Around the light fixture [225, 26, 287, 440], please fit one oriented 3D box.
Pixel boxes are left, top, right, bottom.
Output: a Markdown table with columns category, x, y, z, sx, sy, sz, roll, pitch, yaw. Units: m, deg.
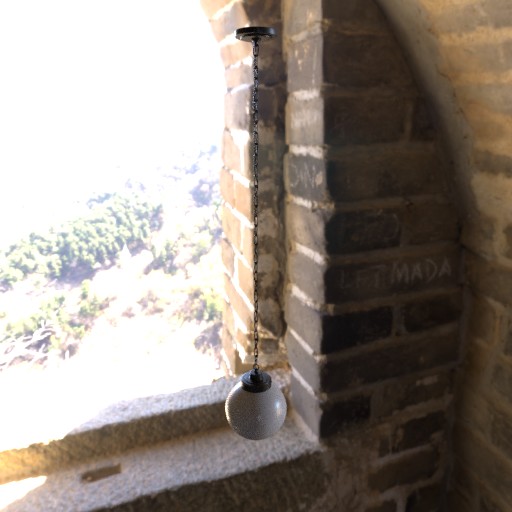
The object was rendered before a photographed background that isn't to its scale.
| category | x | y | z | sx | sy | sz | roll | pitch | yaw |
| --- | --- | --- | --- | --- | --- | --- | --- | --- | --- |
| light fixture | 0.000 | 0.000 | 2.019 | 0.305 | 1.867 | 0.304 | 7 | 16 | 27 |
